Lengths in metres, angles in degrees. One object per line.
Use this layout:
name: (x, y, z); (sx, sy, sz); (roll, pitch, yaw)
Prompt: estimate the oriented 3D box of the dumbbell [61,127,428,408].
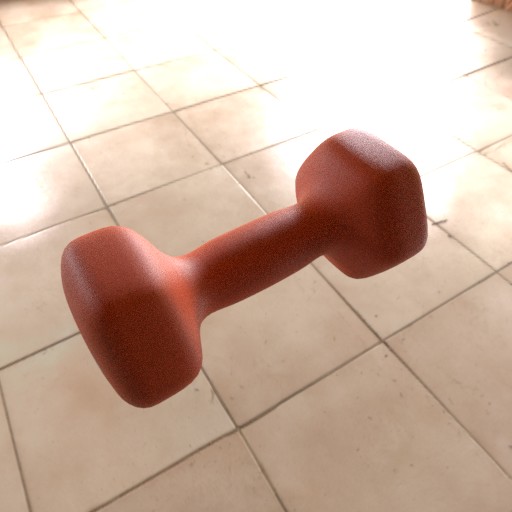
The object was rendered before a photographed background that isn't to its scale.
dumbbell: (0.000, 0.000, 0.205); (0.162, 0.071, 0.079); (-26, 53, -21)
